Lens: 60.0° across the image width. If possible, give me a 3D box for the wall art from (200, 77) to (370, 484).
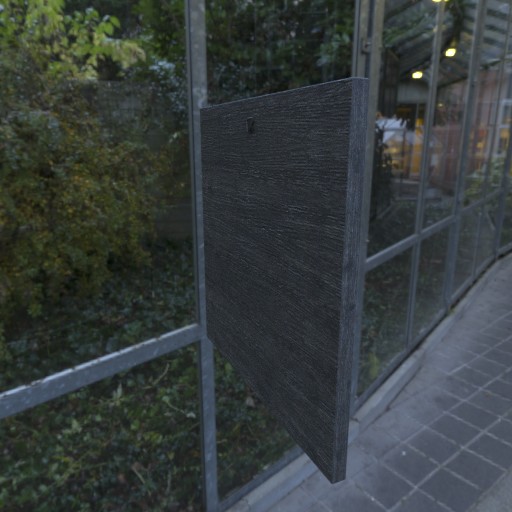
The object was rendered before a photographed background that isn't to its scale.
[{"bbox_3d":[0.000,0.000,0.682,0.027,0.459,0.462,-7,16,-24],"label":"wall art"}]
